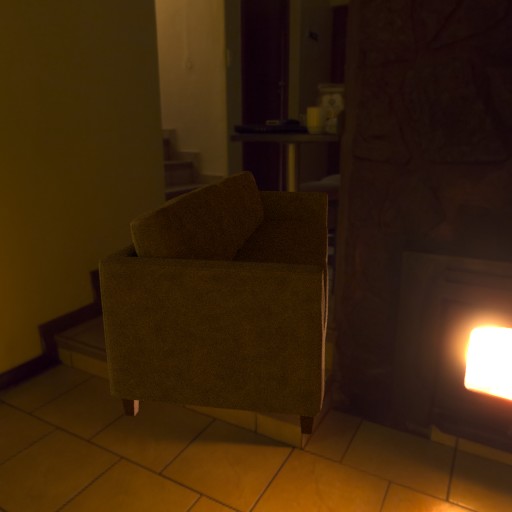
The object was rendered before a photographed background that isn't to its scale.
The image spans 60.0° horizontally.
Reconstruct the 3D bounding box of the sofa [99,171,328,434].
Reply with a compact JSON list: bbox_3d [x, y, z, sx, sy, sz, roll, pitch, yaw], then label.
[{"bbox_3d":[0.000,0.000,2.937,0.951,0.965,2.434,2,15,9],"label":"sofa"}]
